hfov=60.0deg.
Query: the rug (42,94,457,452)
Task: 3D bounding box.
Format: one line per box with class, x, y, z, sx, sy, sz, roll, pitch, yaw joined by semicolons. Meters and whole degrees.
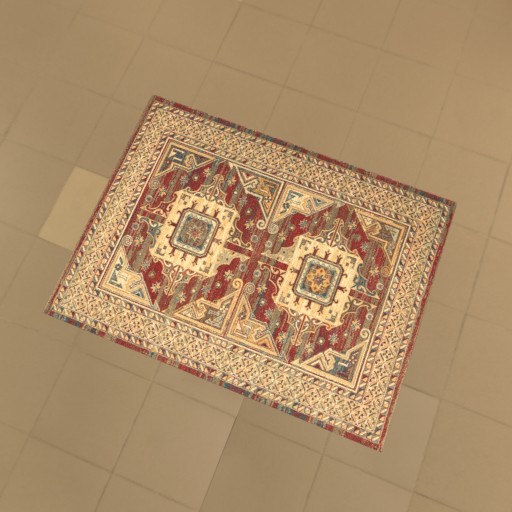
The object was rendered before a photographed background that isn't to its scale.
rug;0.000;0.000;4.110;3.197;0.013;2.381;21;77;5
